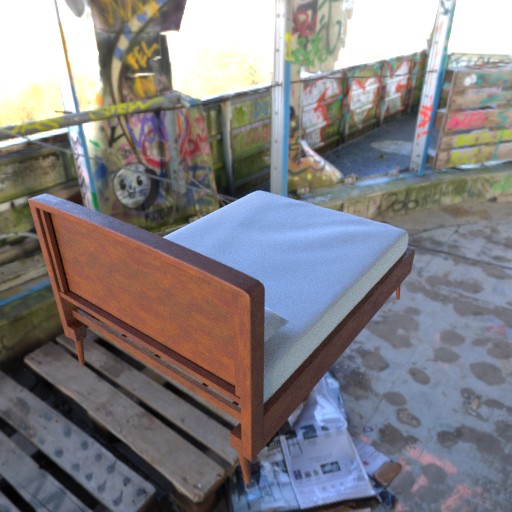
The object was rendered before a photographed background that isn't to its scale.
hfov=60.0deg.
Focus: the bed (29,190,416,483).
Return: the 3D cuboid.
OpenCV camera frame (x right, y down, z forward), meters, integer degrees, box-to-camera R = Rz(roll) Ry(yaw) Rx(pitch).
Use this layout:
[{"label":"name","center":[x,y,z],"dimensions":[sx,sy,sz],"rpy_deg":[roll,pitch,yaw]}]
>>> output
[{"label":"bed","center":[0.000,0.000,3.157],"dimensions":[1.587,1.275,2.196],"rpy_deg":[20,36,31]}]
